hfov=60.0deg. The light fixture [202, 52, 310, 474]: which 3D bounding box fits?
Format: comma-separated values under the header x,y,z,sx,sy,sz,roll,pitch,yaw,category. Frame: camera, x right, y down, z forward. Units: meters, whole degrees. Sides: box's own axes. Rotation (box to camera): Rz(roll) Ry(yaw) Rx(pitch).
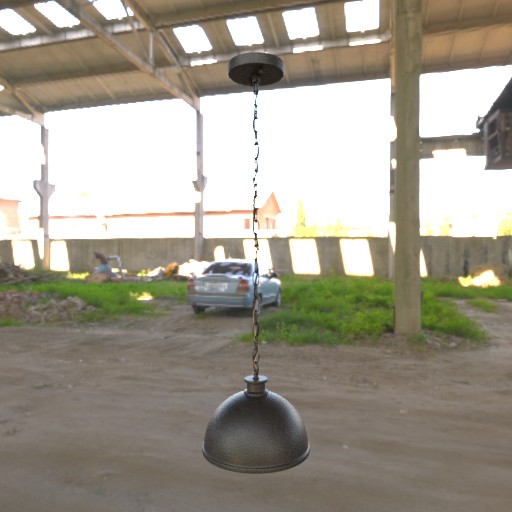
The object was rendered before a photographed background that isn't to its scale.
x,y,z,sx,sy,sz,roll,pitch,yaw,category
0.000,0.000,1.261,0.304,1.090,0.304,0,0,-17,light fixture
